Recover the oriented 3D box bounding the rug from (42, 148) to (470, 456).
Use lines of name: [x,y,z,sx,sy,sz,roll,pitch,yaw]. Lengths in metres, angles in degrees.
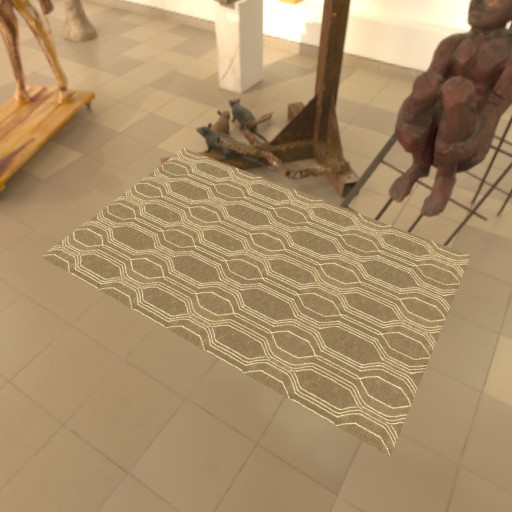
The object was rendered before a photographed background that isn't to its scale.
rug: [0.000,0.000,2.989,2.457,0.012,1.541,24,51,21]
